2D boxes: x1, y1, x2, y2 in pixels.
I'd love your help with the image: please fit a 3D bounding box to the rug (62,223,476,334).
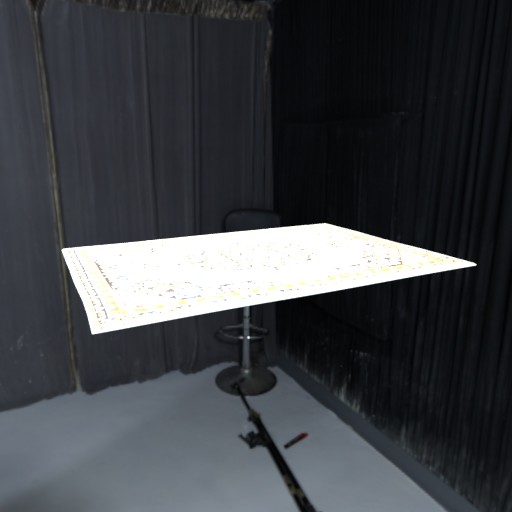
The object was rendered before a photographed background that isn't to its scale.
[{"bbox_3d":[0.000,0.000,3.757,2.901,0.026,2.043,-7,16,-26],"label":"rug"}]
